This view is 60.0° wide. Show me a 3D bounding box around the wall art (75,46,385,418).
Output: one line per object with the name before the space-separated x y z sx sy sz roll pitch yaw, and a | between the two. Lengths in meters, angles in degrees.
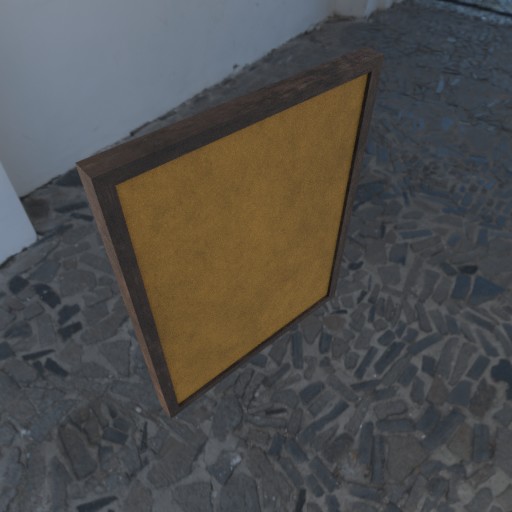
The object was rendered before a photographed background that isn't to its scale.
wall art | 0.000 0.000 0.541 0.329 0.406 0.027 -32 54 -26
